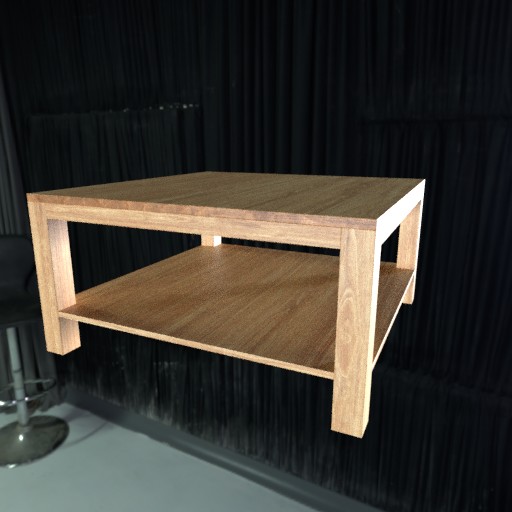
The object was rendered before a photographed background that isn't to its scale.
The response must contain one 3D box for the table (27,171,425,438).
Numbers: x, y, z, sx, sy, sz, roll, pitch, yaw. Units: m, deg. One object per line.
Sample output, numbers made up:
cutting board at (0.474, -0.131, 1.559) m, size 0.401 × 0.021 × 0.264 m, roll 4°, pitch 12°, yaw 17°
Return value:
table at (0.000, 0.000, 1.422) m, size 0.900 × 0.450 × 0.900 m, roll 7°, pitch 16°, yaw 24°
